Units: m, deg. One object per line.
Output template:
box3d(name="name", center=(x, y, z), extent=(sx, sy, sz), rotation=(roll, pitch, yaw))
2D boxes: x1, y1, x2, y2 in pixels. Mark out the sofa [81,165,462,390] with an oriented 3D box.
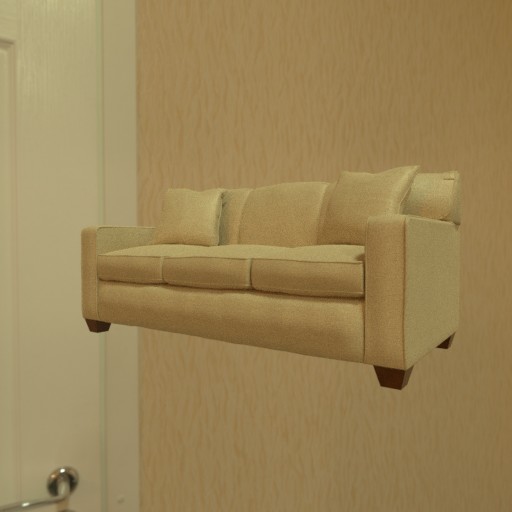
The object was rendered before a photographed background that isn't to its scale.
box3d(name="sofa", center=(0.000, 0.000, 2.547), extent=(2.024, 0.958, 0.997), rotation=(1, 2, 35))
